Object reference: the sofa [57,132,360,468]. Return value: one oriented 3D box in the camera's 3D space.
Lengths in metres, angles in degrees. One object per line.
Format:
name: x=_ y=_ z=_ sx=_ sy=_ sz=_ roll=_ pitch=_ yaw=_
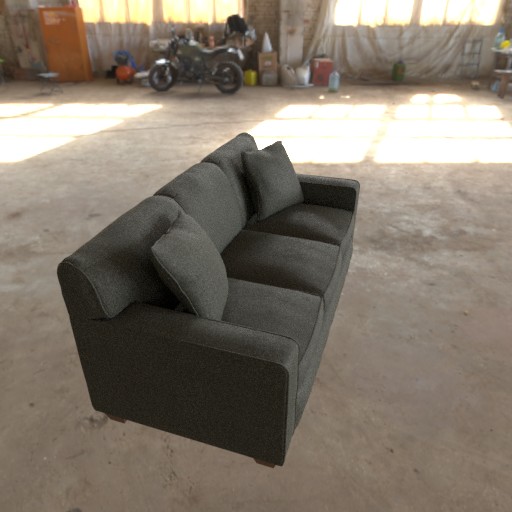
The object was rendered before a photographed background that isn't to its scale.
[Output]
sofa: x=0.000 y=0.000 z=2.606 sx=0.997 sy=0.958 sz=2.024 roll=10 pitch=31 yaw=16
